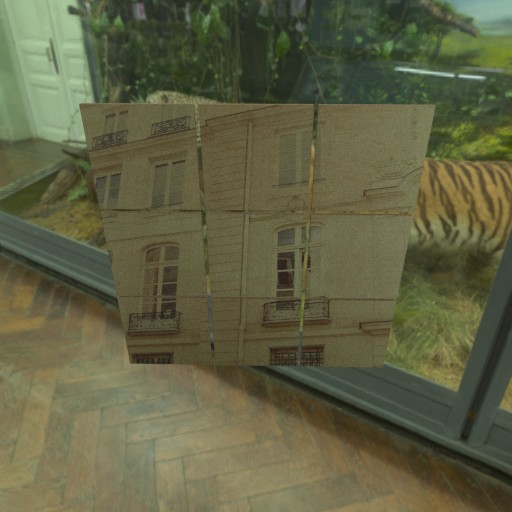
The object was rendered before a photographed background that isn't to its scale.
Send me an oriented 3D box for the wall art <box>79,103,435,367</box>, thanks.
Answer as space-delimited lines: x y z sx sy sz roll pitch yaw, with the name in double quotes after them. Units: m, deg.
0.000 0.000 1.839 1.221 1.218 0.024 1 31 1 "wall art"
